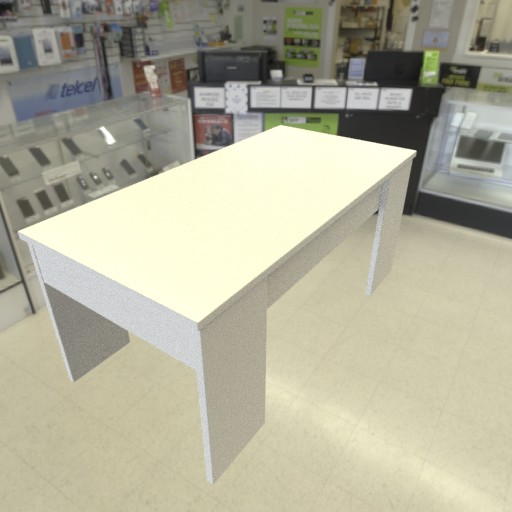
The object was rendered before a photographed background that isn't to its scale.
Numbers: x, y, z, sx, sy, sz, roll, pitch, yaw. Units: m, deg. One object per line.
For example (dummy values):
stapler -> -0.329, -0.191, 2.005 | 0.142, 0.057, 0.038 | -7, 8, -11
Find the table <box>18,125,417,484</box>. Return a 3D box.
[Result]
table -> 0.000, 0.000, 1.255 | 0.500, 0.440, 1.000 | 21, 37, 30
